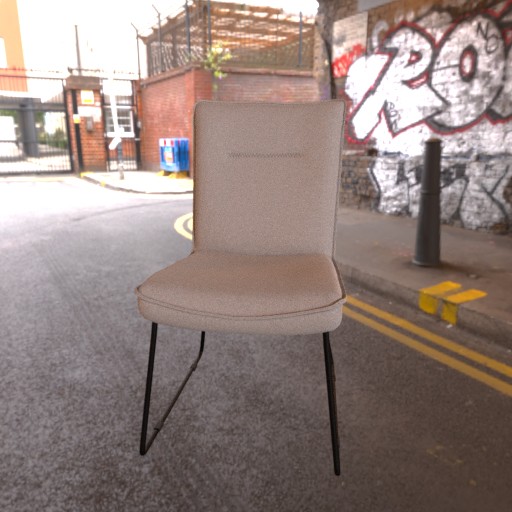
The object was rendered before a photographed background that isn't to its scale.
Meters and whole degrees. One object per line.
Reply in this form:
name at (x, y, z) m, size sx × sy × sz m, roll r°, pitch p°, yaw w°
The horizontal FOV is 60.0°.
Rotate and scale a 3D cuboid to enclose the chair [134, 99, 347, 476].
chair at (0.000, 0.000, 1.312) m, size 0.515 × 0.930 × 0.688 m, roll 2°, pitch 15°, yaw 8°
